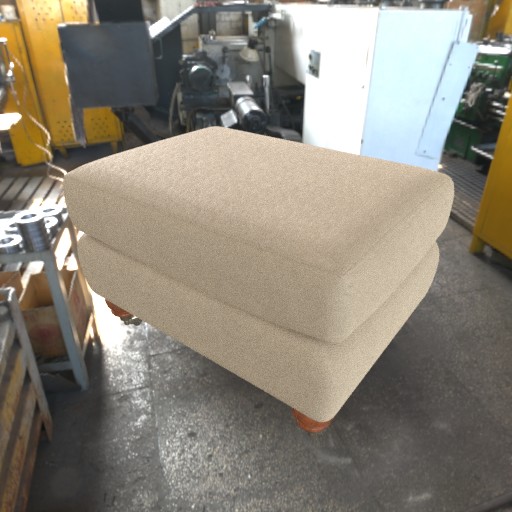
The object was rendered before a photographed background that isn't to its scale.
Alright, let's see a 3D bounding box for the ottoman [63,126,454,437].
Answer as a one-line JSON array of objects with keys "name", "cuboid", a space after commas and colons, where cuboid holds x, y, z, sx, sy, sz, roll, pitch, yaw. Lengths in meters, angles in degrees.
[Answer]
[{"name": "ottoman", "cuboid": [0.000, 0.000, 1.126, 0.773, 0.504, 0.569, 21, 36, 32]}]
